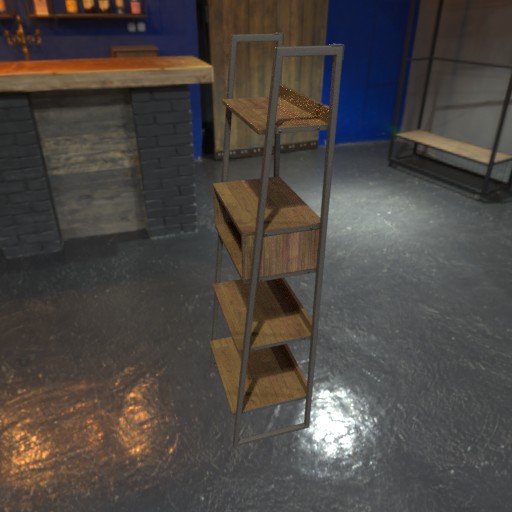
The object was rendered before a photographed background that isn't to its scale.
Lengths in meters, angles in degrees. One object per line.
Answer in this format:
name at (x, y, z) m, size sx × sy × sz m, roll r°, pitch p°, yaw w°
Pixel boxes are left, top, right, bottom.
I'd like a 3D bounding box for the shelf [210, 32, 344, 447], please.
shelf at (0.000, 0.000, 2.269) m, size 0.454 × 2.005 × 0.652 m, roll -9°, pitch 31°, yaw -14°
